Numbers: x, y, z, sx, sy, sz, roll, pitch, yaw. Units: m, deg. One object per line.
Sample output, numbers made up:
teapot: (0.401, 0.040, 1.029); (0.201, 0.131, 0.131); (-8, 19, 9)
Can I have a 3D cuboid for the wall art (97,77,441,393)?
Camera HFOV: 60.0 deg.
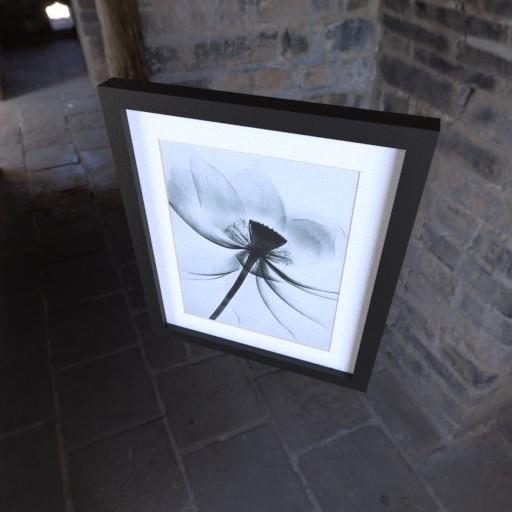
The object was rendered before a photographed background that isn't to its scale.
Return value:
wall art: (0.000, 0.000, 0.539); (0.330, 0.381, 0.029); (13, 42, 14)
